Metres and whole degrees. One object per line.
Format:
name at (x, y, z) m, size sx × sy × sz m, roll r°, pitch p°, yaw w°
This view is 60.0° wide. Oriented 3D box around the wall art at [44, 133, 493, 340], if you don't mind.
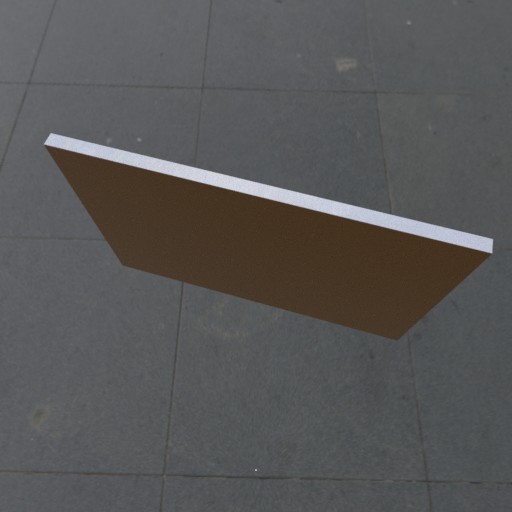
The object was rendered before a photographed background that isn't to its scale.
wall art at (0.000, 0.000, 1.441) m, size 1.145 × 0.762 × 0.041 m, roll 15°, pitch 65°, yaw 7°
